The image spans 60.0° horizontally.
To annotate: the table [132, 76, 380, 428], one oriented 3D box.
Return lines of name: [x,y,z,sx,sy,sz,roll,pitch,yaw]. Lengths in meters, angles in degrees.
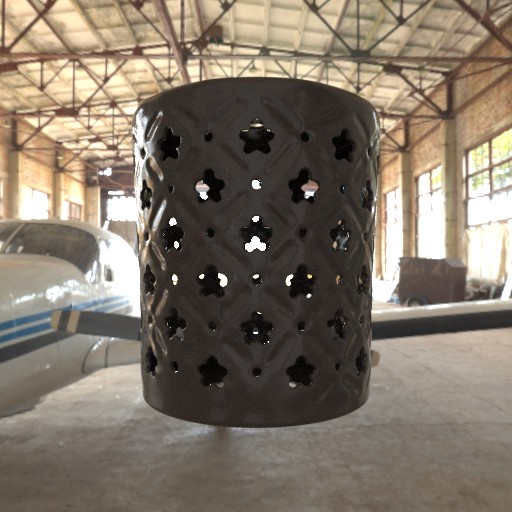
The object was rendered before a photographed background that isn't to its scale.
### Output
table: [0.000,0.000,0.642,0.352,0.387,0.352,0,-1,0]
